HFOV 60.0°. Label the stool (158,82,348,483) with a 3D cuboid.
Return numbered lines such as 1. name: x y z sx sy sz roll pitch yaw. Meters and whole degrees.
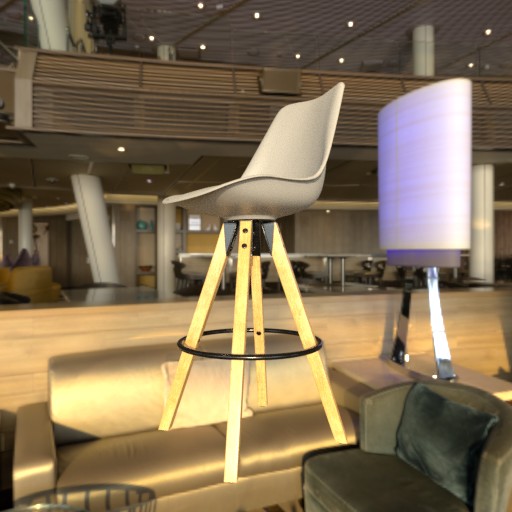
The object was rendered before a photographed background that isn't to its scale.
1. stool: 0.000 0.000 1.387 0.550 1.115 0.485 0 0 -35
